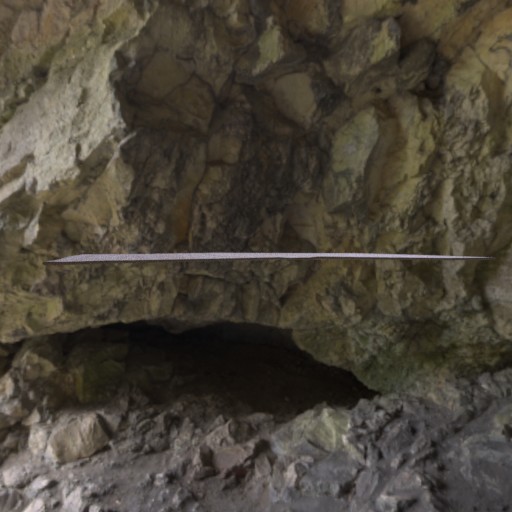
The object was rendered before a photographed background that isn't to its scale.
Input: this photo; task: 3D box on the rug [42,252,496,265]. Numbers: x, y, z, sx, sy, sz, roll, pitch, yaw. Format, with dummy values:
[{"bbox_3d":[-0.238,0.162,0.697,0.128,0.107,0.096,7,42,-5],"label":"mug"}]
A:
[{"bbox_3d":[0.000,0.000,2.872,2.283,0.030,1.596,0,1,-16],"label":"rug"}]
